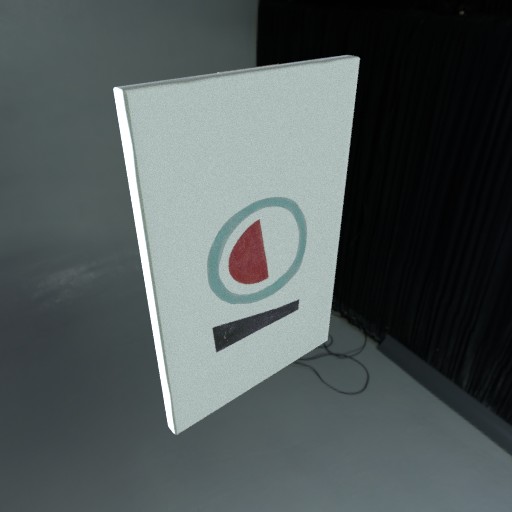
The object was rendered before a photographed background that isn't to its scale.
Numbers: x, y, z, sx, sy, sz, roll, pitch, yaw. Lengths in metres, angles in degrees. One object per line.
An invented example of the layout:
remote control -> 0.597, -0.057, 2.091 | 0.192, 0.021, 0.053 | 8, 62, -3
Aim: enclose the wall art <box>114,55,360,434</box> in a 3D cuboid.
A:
wall art -> 0.000, 0.000, 1.146 | 0.602, 0.902, 0.048 | -23, 39, -32
